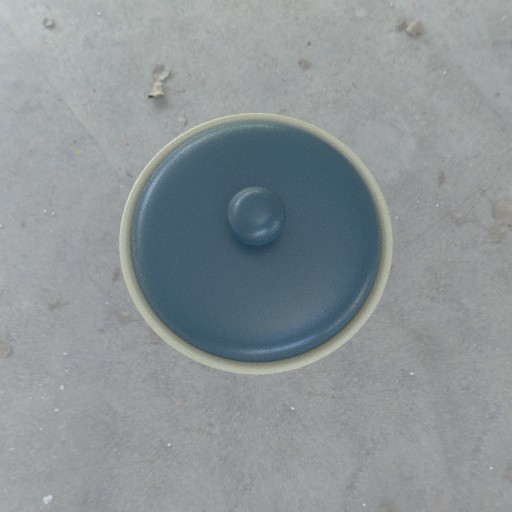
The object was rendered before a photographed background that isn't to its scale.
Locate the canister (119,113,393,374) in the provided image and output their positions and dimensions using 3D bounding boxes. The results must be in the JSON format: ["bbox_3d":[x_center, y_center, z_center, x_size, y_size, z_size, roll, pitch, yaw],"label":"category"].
[{"bbox_3d":[0.000,0.000,0.350,0.181,0.211,0.181,0,75,0],"label":"canister"}]
